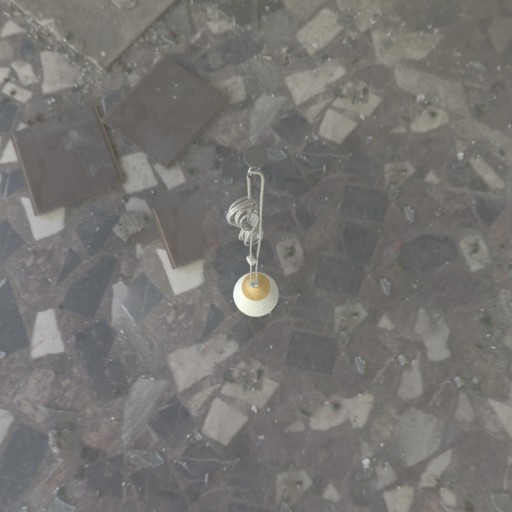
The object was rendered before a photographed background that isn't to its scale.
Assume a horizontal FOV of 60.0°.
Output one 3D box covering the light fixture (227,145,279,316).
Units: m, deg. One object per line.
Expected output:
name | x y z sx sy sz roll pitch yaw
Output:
light fixture | 0.000 0.000 1.037 0.153 0.966 0.153 -15 75 -4
